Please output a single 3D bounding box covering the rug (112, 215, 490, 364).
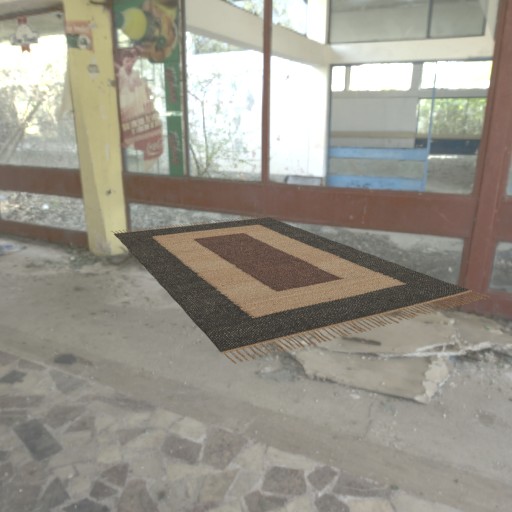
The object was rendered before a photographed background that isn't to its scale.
[{"bbox_3d":[0.000,0.000,1.881,0.920,0.013,1.541,-8,18,-26],"label":"rug"}]
